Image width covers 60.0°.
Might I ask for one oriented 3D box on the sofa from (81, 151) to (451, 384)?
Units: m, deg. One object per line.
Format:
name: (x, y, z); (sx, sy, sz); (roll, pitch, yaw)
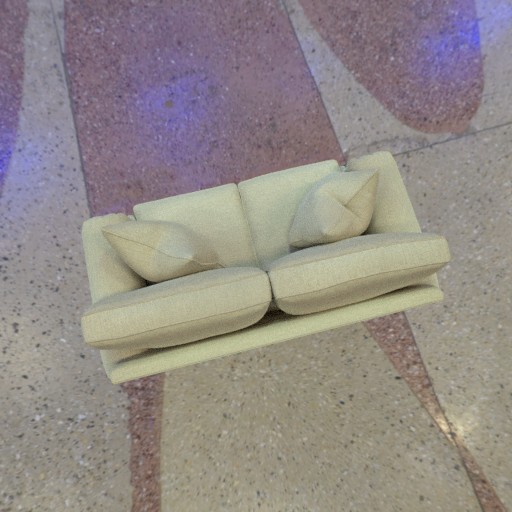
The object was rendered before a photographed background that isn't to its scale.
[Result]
sofa: (0.000, 0.000, 2.354); (1.701, 0.966, 0.966); (-14, 75, -4)
